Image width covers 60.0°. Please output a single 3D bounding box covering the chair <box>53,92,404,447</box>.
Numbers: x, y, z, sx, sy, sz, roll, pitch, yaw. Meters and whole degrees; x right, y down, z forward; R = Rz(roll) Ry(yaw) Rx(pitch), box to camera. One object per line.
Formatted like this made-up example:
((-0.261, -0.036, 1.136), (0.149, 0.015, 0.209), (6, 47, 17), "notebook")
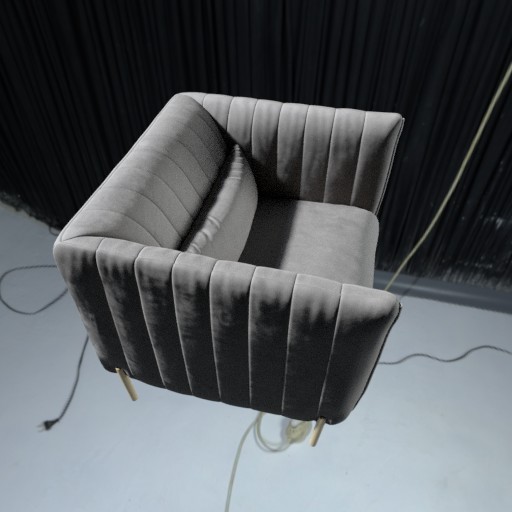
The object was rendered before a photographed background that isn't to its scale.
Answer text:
((0.000, 0.000, 1.602), (0.873, 0.779, 0.981), (10, 46, 10), "chair")
